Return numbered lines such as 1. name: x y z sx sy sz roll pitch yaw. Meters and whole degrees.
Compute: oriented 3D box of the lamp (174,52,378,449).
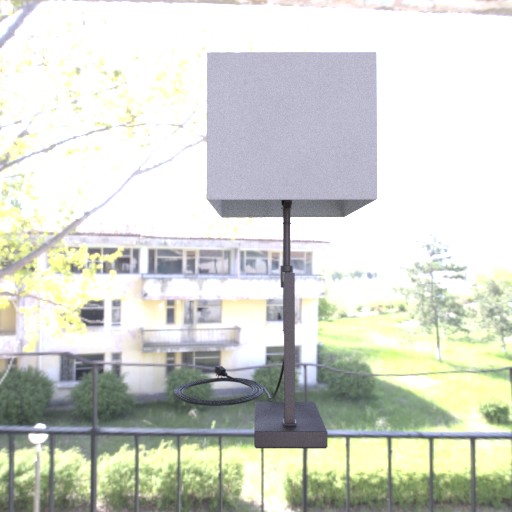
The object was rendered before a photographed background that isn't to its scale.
1. lamp: 0.000 0.000 0.972 0.399 0.660 0.504 0 -1 0
